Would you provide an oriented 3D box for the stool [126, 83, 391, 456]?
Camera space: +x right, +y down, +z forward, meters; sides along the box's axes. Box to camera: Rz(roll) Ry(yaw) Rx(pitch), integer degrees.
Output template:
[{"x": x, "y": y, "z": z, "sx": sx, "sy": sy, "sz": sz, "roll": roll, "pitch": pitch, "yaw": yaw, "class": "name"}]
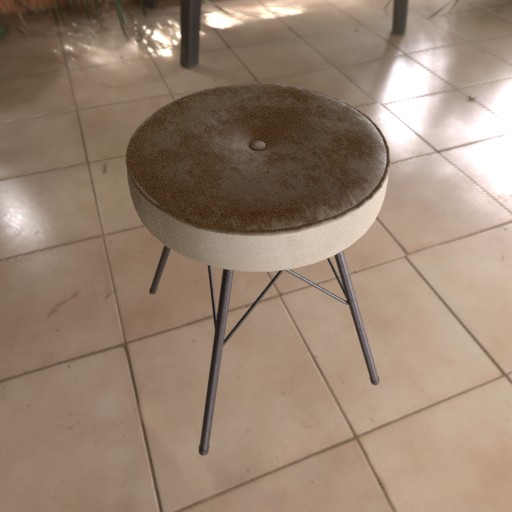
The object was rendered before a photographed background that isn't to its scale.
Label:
[{"x": 0.000, "y": 0.000, "z": 0.875, "sx": 0.423, "sy": 0.538, "sz": 0.457, "roll": -17, "pitch": 49, "yaw": -15, "class": "stool"}]
